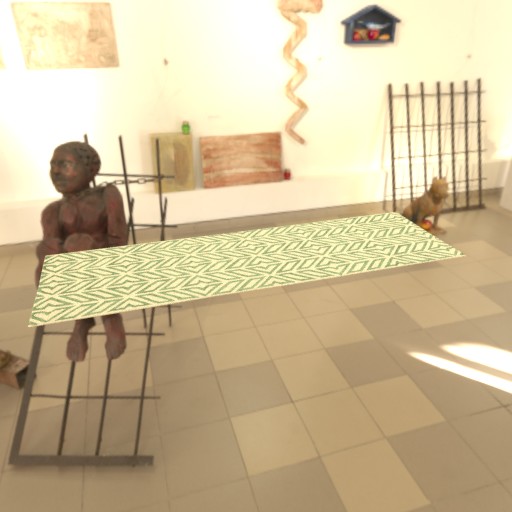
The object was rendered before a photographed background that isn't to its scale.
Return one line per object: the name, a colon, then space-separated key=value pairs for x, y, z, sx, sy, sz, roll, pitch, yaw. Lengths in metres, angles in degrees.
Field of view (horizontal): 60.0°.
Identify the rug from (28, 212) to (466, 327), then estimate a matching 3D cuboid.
rug: x=0.000 y=0.000 z=2.684 sx=2.435 sy=0.009 sz=0.750 roll=-8 pitch=28 yaw=-15
